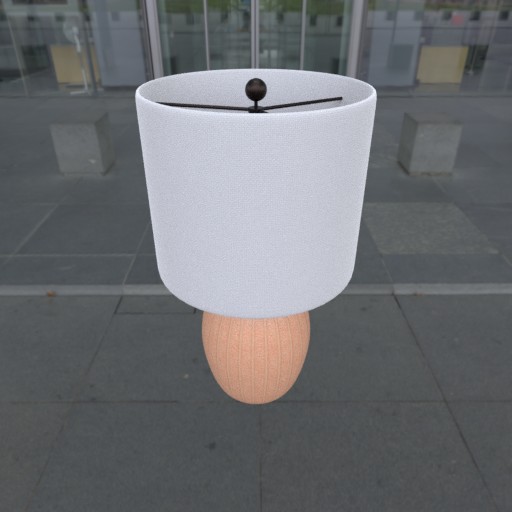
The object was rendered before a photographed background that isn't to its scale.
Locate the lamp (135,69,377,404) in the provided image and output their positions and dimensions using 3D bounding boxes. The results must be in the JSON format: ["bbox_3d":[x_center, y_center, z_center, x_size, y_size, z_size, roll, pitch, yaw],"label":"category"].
[{"bbox_3d":[0.000,0.000,0.756,0.329,0.570,0.329,0,31,0],"label":"lamp"}]
